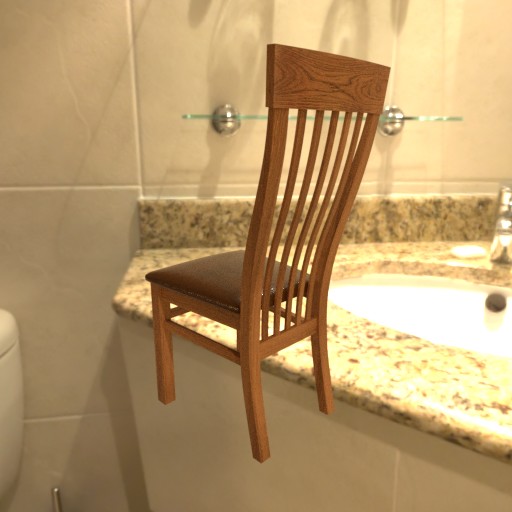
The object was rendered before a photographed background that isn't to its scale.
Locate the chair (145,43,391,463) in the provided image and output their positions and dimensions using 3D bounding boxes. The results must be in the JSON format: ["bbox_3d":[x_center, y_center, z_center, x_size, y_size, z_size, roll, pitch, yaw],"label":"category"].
[{"bbox_3d":[0.000,0.000,1.338,0.580,1.050,0.450,15,21,43],"label":"chair"}]
